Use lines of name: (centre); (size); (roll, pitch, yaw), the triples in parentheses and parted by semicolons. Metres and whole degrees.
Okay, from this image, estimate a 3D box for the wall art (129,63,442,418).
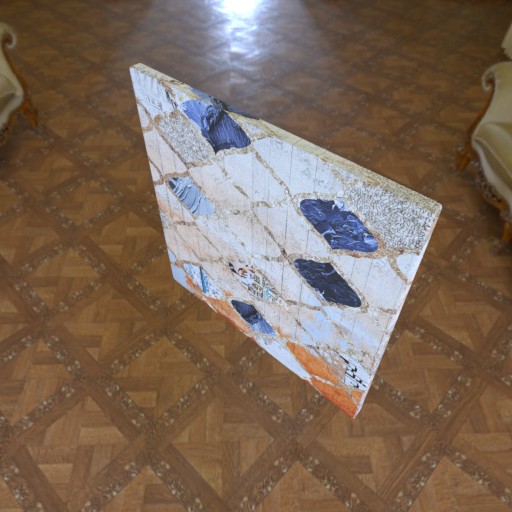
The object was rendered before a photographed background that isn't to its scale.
wall art: (0.000, 0.000, 1.359); (0.912, 0.914, 0.039); (33, 55, 27)
